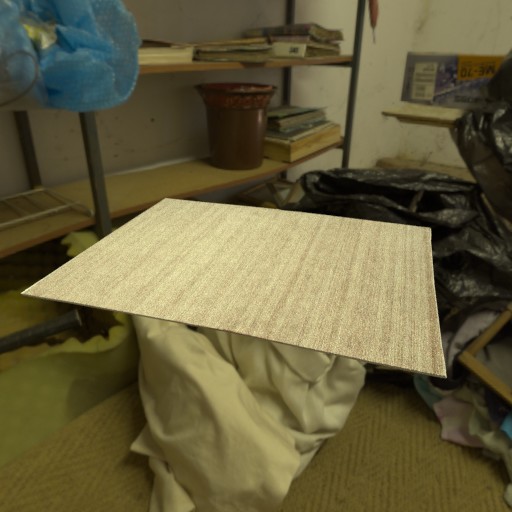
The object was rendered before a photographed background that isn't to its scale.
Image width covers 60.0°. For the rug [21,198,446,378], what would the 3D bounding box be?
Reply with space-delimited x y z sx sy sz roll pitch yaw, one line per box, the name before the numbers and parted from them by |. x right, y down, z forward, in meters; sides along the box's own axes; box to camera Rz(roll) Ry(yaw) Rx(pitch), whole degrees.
rug | 0.000 0.000 4.154 3.202 0.045 2.434 8 28 16
